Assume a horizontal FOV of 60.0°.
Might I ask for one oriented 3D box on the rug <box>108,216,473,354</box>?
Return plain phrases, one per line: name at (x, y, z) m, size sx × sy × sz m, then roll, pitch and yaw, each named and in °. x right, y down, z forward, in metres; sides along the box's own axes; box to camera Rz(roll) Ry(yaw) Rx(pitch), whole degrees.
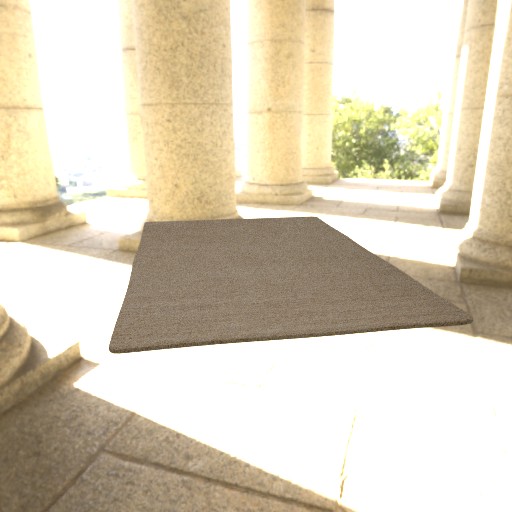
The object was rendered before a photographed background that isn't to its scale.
rug at (0.000, 0.000, 3.356) m, size 1.801 × 0.024 × 2.700 m, roll -3°, pitch 17°, yaw -10°
